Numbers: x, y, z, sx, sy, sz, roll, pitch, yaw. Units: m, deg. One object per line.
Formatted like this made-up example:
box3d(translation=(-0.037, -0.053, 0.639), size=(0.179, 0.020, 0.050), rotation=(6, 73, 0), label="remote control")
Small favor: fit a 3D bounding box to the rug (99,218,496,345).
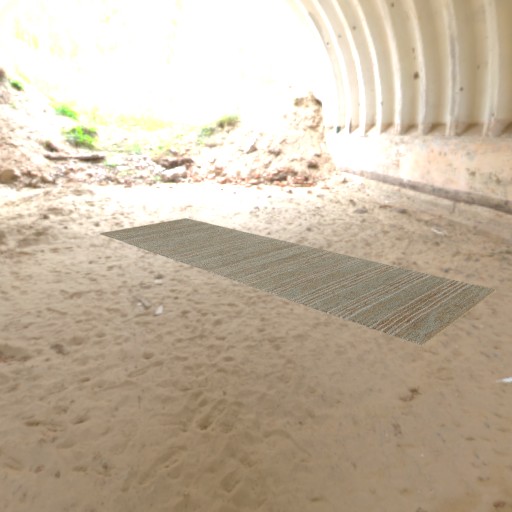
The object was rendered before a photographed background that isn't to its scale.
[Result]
box3d(translation=(0.000, 0.000, 2.658), size=(2.438, 0.006, 0.783), rotation=(15, 22, 42), label="rug")
